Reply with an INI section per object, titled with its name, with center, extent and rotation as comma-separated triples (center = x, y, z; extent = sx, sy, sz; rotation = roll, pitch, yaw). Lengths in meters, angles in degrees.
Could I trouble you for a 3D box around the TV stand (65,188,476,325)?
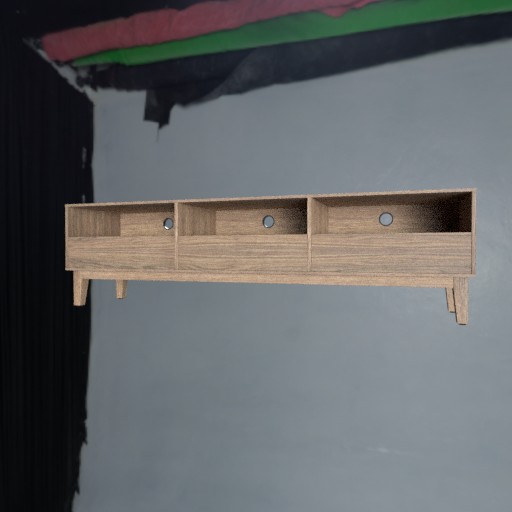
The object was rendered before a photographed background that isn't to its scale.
[TV stand]
center = 0.000, 0.000, 1.708
extent = 1.482, 0.409, 0.366
rotation = 0, 1, 18
